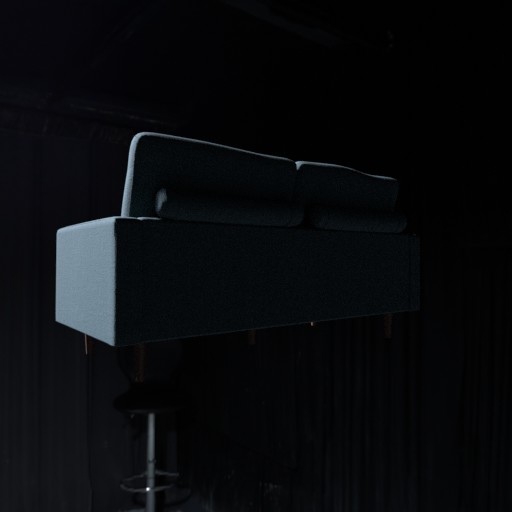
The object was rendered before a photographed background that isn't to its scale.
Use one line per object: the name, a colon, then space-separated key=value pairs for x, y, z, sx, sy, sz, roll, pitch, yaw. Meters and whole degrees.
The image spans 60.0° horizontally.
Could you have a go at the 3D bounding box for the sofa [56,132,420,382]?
sofa: x=0.000 y=0.000 z=2.617 sx=2.010 sy=1.050 sz=0.966 roll=0 pitch=-1 yaw=-37
